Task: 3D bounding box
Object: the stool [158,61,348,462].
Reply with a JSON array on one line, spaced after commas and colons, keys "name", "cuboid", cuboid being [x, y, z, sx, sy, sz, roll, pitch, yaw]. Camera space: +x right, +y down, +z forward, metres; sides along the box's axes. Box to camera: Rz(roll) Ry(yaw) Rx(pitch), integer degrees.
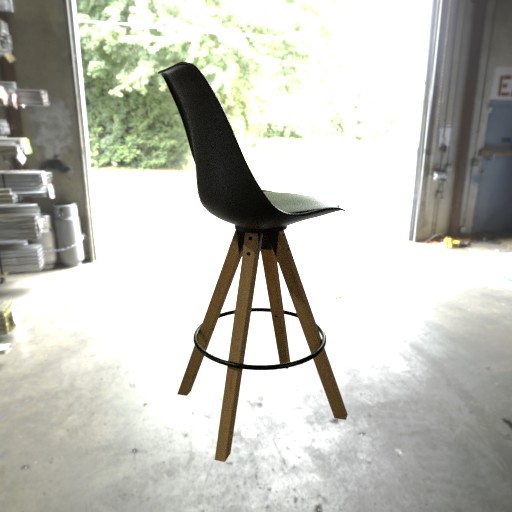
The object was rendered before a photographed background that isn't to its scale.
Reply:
[{"name": "stool", "cuboid": [0.000, 0.000, 1.441, 0.550, 1.115, 0.485, -8, 17, -25]}]
